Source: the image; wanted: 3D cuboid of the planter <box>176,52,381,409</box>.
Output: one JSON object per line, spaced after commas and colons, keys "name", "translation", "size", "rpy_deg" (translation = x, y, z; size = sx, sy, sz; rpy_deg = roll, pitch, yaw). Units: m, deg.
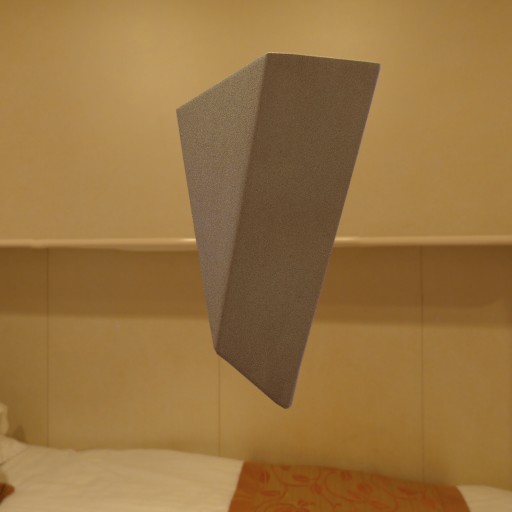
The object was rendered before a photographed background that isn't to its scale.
{"name": "planter", "translation": [0.000, 0.000, 0.272], "size": [0.060, 0.197, 0.150], "rpy_deg": [0, 0, -35]}
